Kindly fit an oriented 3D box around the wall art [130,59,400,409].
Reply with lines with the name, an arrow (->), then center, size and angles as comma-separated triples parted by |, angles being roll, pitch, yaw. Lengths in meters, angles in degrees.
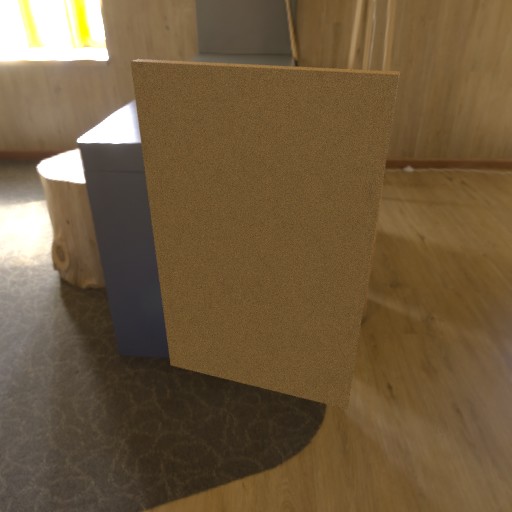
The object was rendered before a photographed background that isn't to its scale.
wall art -> 0.000, 0.000, 1.020 | 0.510, 0.810, 0.039 | 9, 32, 15
